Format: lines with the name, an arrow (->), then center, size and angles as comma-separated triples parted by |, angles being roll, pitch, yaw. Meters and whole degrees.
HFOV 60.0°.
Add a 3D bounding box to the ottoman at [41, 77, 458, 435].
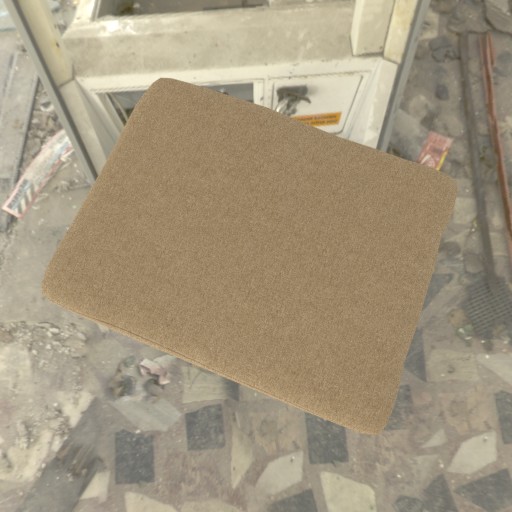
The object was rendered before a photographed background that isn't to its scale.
ottoman -> 0.000, 0.000, 1.290 | 0.889, 0.511, 0.692 | 21, 75, 6
